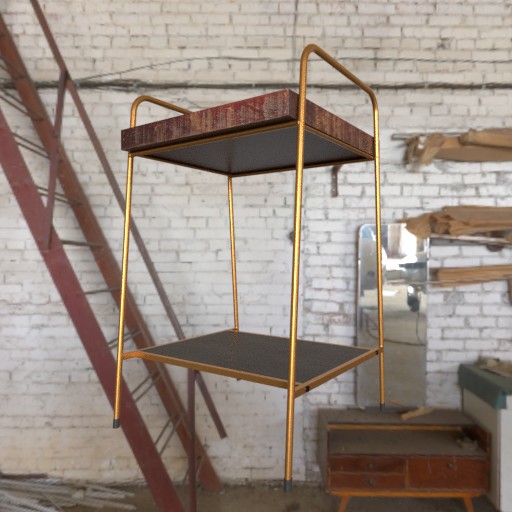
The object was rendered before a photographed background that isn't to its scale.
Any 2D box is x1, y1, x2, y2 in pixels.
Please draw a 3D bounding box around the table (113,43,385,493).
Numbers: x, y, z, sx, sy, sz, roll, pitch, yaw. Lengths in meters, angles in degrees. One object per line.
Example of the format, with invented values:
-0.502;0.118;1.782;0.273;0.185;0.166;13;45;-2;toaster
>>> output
0.000;0.000;0.964;0.430;0.710;0.430;0;1;36;table
